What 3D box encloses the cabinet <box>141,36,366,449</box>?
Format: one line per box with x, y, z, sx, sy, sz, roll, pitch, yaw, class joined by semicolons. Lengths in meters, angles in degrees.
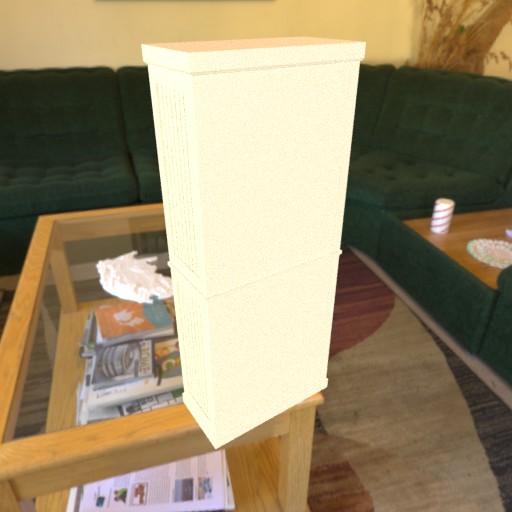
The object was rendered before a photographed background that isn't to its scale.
0.000;0.000;2.105;0.754;1.829;0.390;-18;35;-29;cabinet
